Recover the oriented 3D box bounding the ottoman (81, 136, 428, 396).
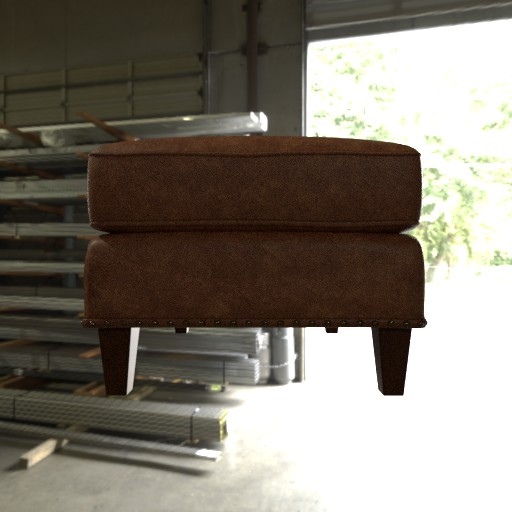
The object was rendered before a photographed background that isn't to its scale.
[{"bbox_3d":[0.000,0.000,1.099,0.586,0.486,0.742,0,0,0],"label":"ottoman"}]
